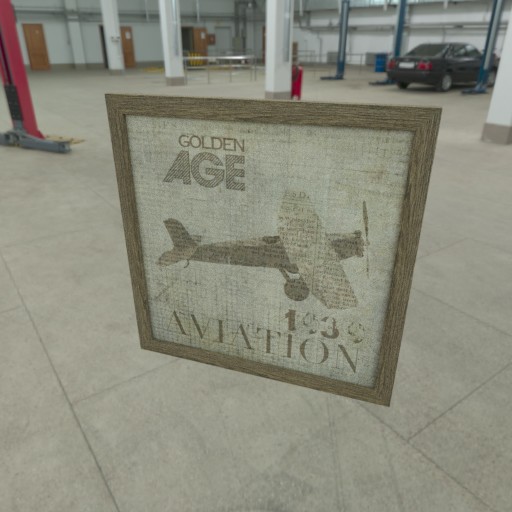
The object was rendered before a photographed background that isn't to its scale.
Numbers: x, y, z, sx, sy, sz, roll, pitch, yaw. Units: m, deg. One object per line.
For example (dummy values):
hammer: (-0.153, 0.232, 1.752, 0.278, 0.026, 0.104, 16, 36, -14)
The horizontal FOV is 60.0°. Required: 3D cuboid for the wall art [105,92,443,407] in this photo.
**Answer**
wall art: (0.000, 0.000, 0.757, 0.508, 0.508, 0.019, 9, 27, 17)
